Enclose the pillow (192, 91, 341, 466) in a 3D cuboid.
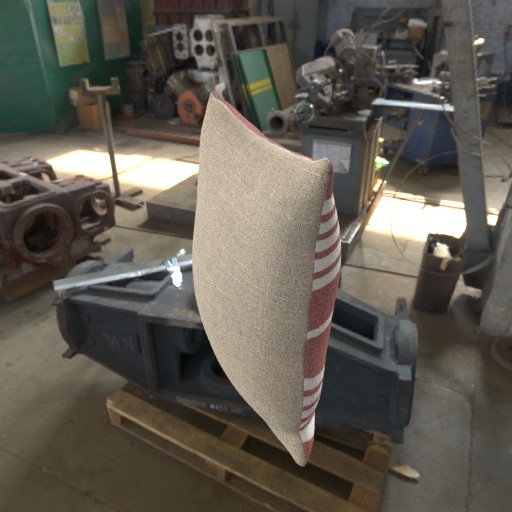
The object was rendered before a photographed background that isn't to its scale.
[{"bbox_3d":[0.000,0.000,0.680,0.182,0.427,0.439,-10,31,-17],"label":"pillow"}]
